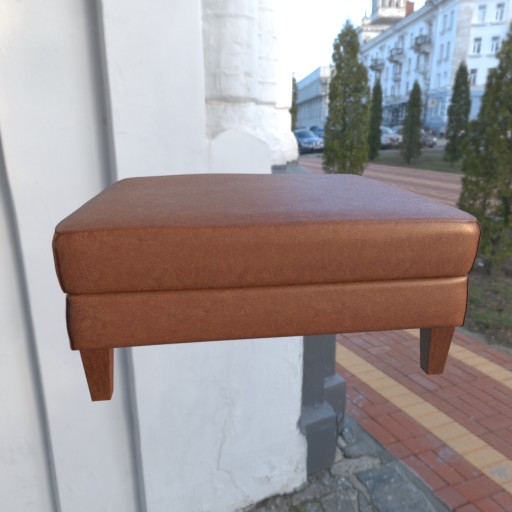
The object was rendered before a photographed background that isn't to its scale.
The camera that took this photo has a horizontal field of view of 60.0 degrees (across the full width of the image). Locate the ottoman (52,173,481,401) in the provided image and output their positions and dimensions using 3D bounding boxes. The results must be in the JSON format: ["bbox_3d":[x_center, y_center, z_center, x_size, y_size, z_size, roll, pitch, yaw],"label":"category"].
[{"bbox_3d":[0.000,0.000,1.406,0.987,0.472,0.836,-2,16,-8],"label":"ottoman"}]
